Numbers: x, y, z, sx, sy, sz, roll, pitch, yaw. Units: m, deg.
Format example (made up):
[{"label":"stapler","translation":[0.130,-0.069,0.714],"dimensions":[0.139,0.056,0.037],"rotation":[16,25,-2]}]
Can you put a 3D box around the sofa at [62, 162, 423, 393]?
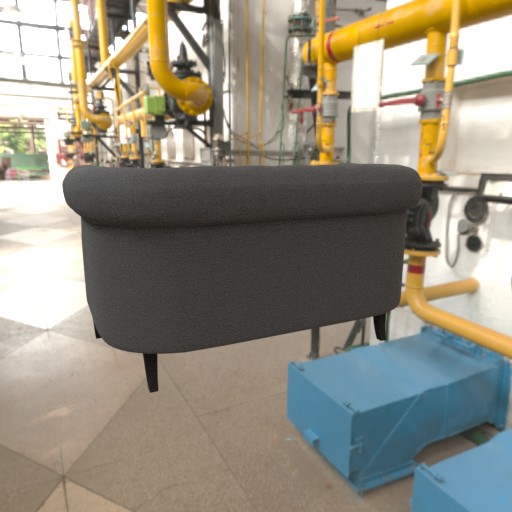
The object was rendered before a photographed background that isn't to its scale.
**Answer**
[{"label":"sofa","translation":[0.000,0.000,2.028],"dimensions":[1.558,0.827,0.835],"rotation":[-6,14,-25]}]
